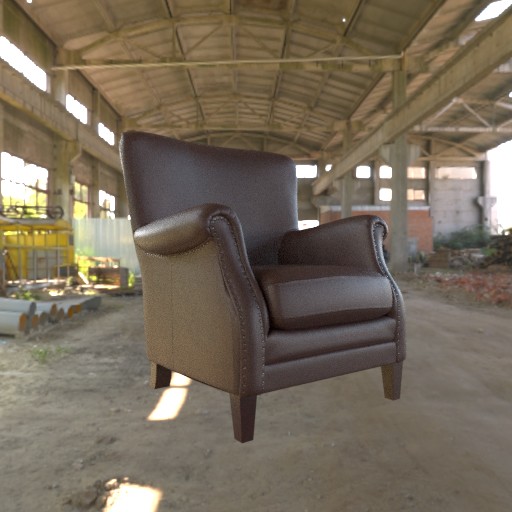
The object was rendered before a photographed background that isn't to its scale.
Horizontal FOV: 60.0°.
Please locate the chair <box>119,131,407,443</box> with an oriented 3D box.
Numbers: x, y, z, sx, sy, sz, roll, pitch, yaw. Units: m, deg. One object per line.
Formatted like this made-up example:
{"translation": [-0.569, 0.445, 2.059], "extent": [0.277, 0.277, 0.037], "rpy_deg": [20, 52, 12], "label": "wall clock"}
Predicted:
{"translation": [0.000, 0.000, 1.356], "extent": [0.700, 0.800, 0.746], "rpy_deg": [-1, 1, -35], "label": "chair"}
